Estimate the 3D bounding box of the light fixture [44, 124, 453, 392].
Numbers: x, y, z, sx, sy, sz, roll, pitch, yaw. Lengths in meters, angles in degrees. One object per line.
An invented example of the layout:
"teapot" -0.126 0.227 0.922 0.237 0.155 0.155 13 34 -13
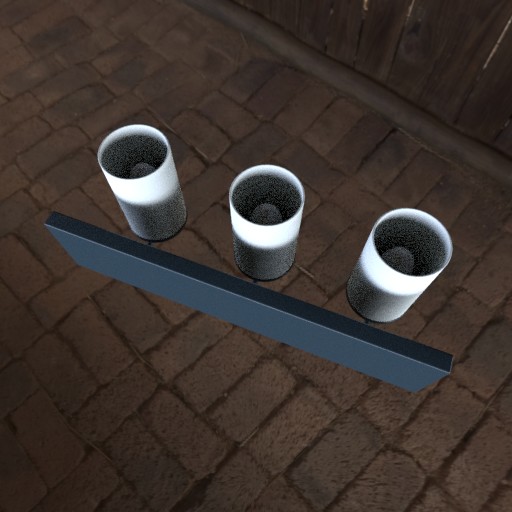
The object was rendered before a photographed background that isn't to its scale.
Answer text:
"light fixture" 0.000 0.000 0.530 0.451 0.172 0.145 19 65 9
